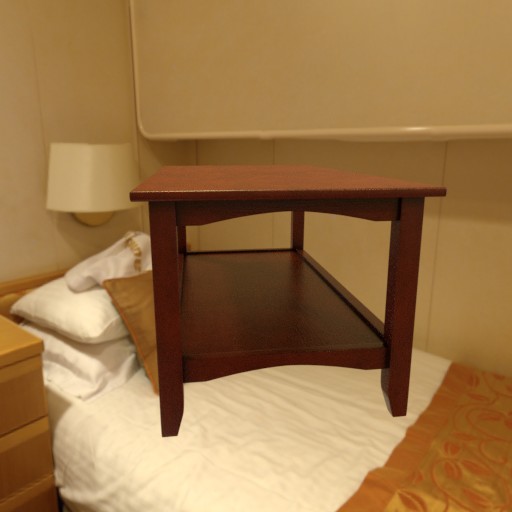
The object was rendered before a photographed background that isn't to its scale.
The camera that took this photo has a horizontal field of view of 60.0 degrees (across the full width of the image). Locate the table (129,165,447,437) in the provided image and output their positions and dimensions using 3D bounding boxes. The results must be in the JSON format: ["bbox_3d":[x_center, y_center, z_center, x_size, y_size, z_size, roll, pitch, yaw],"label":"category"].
[{"bbox_3d":[0.000,0.000,1.233,0.533,0.456,0.943,-2,14,-8],"label":"table"}]
